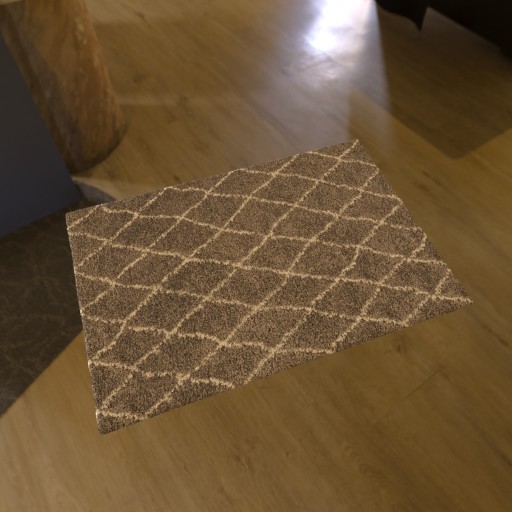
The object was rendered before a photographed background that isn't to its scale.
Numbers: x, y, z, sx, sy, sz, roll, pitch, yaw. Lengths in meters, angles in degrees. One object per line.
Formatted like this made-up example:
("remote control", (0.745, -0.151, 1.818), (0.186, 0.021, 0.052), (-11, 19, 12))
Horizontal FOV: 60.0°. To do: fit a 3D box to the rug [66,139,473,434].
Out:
("rug", (0.000, 0.000, 2.273), (1.778, 0.030, 1.219), (-17, 58, -11))
